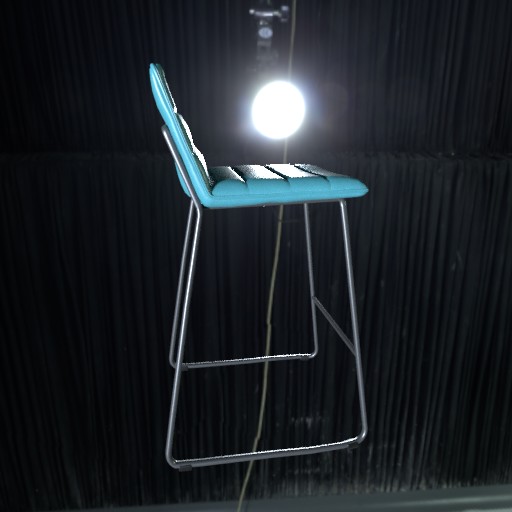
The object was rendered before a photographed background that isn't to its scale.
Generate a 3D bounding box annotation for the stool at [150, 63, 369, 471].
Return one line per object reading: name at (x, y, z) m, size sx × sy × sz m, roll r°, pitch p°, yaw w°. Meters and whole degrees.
stool at (0.000, 0.000, 1.217) m, size 0.524 × 0.936 × 0.489 m, roll -3°, pitch 17°, yaw -9°
